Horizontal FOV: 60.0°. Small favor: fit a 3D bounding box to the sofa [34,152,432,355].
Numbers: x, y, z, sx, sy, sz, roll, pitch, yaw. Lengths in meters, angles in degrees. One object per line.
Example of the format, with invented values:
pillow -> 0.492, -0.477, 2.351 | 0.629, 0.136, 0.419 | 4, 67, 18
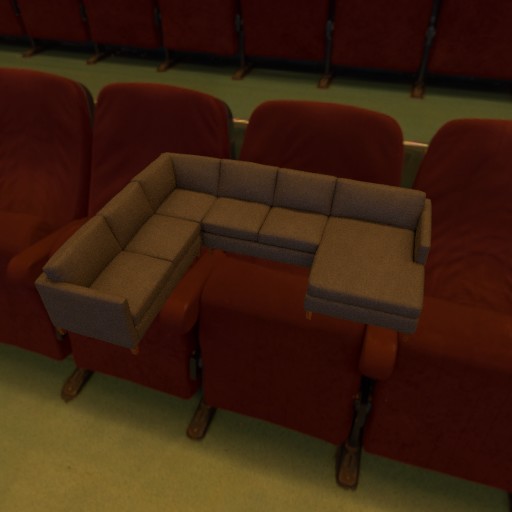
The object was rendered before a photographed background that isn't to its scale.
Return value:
sofa -> 0.000, 0.000, 4.708 | 3.460, 0.961, 2.594 | 11, 41, 13
